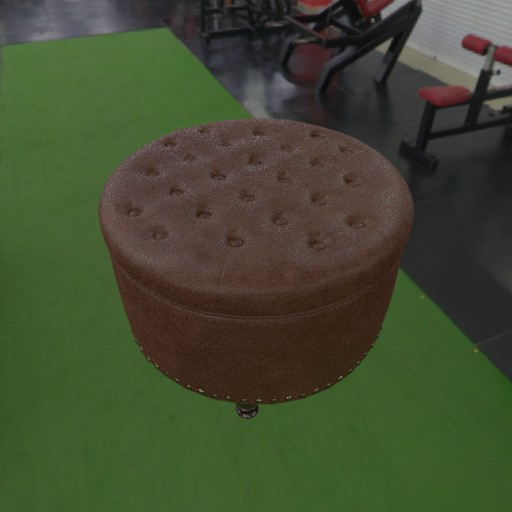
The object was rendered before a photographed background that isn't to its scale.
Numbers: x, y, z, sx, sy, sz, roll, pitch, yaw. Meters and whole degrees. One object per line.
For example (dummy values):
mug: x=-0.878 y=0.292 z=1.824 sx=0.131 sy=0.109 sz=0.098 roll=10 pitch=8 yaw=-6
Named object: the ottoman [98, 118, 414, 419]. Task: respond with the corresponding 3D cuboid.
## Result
ottoman: x=0.000 y=0.000 z=1.045 sx=0.637 sy=0.442 sz=0.637 roll=0 pitch=41 yaw=0
